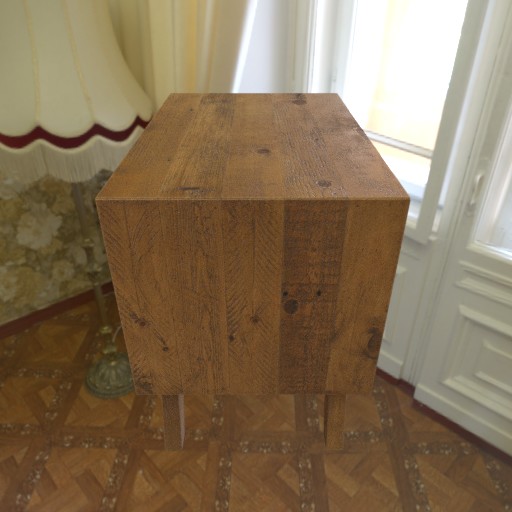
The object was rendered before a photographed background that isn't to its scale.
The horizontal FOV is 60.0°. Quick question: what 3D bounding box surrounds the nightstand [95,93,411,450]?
[{"bbox_3d":[0.000,0.000,1.046,0.450,0.599,0.650,0,32,0],"label":"nightstand"}]
